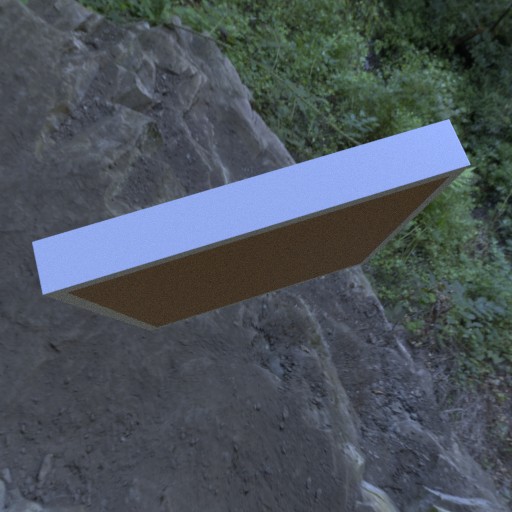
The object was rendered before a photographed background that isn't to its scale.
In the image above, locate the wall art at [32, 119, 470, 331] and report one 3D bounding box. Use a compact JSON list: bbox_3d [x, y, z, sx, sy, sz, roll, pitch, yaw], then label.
[{"bbox_3d":[0.000,0.000,0.452,0.305,0.305,0.038,-17,77,-4],"label":"wall art"}]
